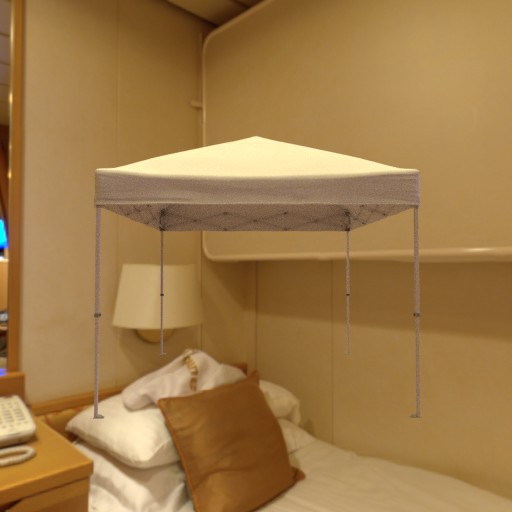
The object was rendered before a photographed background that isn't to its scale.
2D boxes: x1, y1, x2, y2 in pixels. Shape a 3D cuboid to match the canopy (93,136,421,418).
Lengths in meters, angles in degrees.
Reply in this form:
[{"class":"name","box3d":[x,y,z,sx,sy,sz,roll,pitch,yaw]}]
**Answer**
[{"class":"canopy","box3d":[0.000,0.000,5.515,2.998,2.997,2.996,0,-1,-1]}]
